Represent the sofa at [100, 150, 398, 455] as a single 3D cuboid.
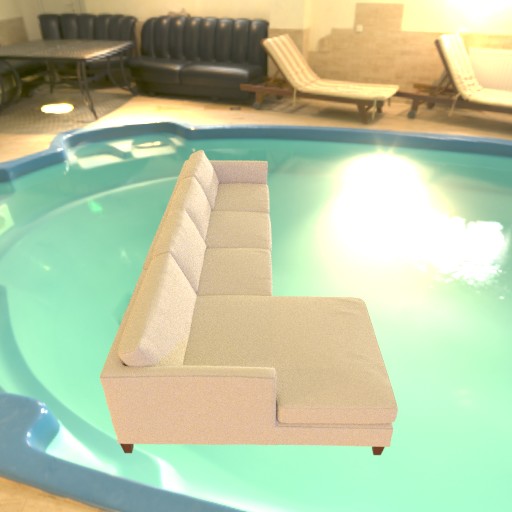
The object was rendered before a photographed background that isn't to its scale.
[{"bbox_3d":[0.000,0.000,3.764,1.625,0.846,3.186,0,33,0],"label":"sofa"}]
